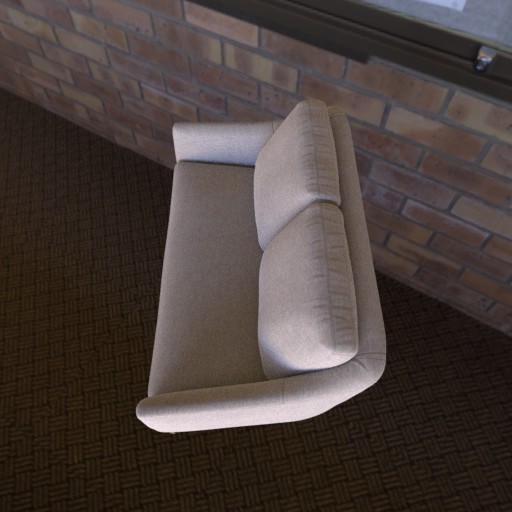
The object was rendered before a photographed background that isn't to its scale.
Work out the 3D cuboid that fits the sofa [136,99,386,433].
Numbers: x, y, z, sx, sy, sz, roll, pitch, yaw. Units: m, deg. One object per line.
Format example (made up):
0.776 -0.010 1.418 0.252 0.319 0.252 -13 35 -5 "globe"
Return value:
0.000 0.000 2.226 0.960 0.904 1.619 0 58 0 "sofa"
